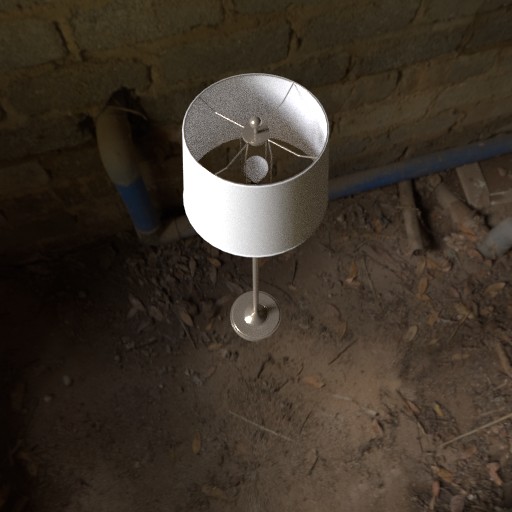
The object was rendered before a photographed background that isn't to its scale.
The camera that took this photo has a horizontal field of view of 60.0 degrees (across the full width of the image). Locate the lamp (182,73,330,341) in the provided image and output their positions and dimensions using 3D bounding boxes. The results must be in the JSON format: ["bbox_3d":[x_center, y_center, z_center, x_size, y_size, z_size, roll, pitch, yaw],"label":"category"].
[{"bbox_3d":[0.000,0.000,1.711,0.431,1.488,0.431,0,64,0],"label":"lamp"}]
